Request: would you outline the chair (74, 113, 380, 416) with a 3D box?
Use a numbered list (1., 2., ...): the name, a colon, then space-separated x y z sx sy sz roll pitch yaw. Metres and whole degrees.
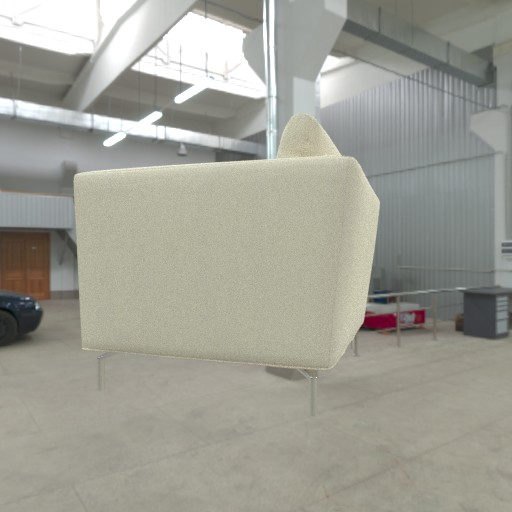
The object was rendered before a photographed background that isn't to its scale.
1. chair: 0.000 0.000 1.736 0.889 0.865 1.041 0 0 19
